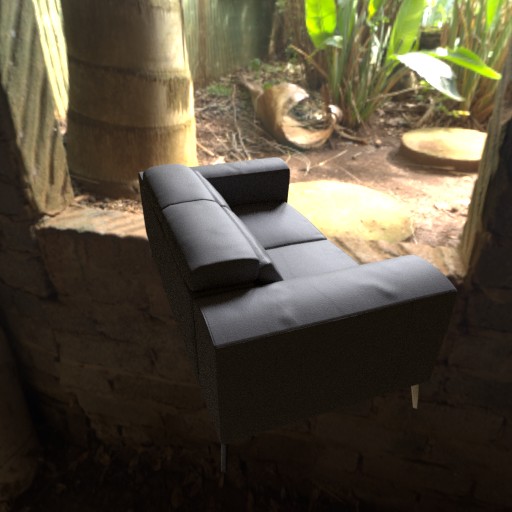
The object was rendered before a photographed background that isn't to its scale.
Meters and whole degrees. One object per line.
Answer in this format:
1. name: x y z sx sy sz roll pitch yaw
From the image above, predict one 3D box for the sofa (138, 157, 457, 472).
1. sofa: 0.000 0.000 2.433 1.003 0.779 1.895 -10 31 -18
